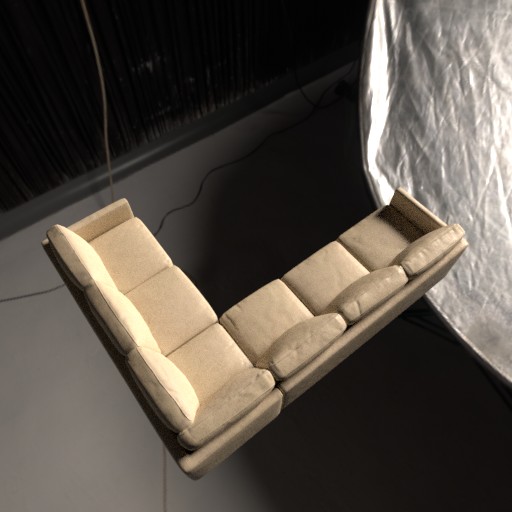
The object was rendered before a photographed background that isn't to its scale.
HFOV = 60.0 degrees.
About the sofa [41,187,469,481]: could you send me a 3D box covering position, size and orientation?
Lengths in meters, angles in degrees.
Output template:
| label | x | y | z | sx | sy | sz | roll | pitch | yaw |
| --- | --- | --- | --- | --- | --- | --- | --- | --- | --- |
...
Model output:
| label | x | y | z | sx | sy | sz | roll | pitch | yaw |
| --- | --- | --- | --- | --- | --- | --- | --- | --- | --- |
| sofa | 0.000 | 0.000 | 4.451 | 3.302 | 0.947 | 2.593 | -33 | 64 | -19 |
